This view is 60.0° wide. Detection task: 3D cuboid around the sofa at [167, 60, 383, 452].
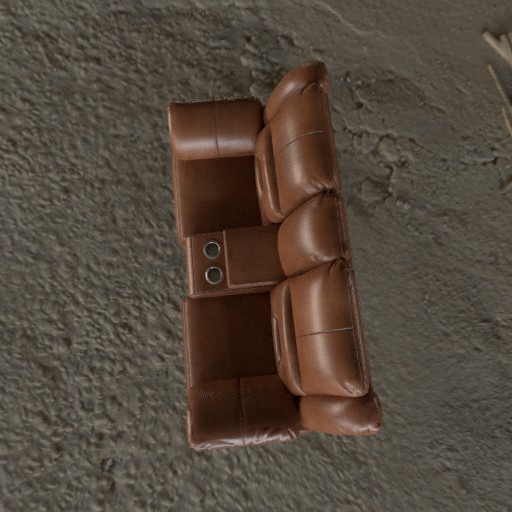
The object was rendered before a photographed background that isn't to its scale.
[{"bbox_3d":[0.000,0.000,2.620,0.991,1.043,2.058,-6,77,-1],"label":"sofa"}]
